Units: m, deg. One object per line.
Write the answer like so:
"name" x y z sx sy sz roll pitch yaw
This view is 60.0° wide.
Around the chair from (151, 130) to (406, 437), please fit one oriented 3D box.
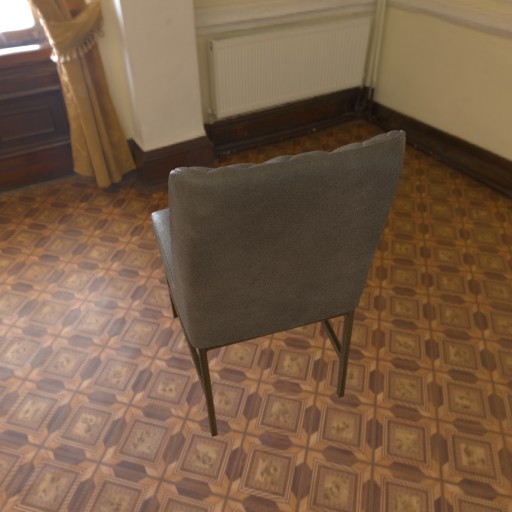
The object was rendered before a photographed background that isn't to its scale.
"chair" 0.000 0.000 1.233 0.508 0.889 0.587 -12 42 -14
